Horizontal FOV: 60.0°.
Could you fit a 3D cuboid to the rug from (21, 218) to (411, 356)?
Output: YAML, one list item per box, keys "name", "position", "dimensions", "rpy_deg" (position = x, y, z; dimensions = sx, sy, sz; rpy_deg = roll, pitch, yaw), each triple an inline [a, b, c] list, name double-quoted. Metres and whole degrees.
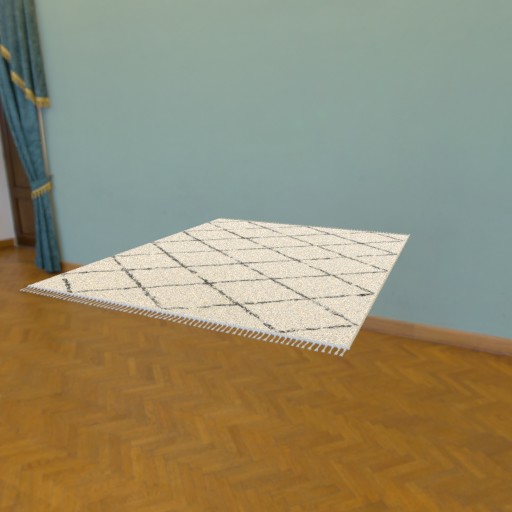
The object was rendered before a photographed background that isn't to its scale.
- name: "rug"
  position: [0.000, 0.000, 4.049]
  dimensions: [2.380, 0.013, 3.051]
  rpy_deg: [7, 17, 23]
